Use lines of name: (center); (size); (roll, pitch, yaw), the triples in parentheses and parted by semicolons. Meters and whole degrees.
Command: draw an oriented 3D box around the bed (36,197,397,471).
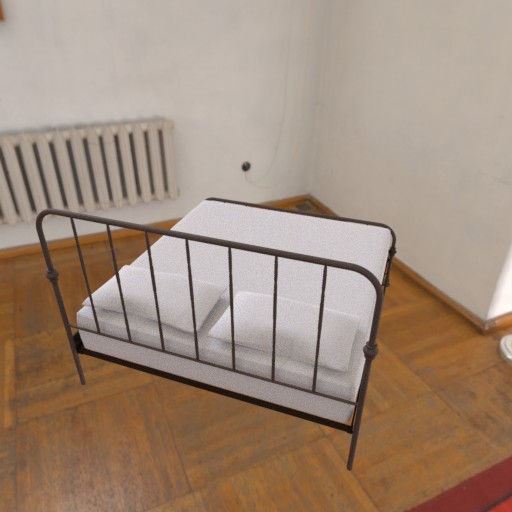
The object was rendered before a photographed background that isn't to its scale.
bed: (0.000, 0.000, 3.444); (2.044, 1.446, 2.134); (11, 33, 17)
